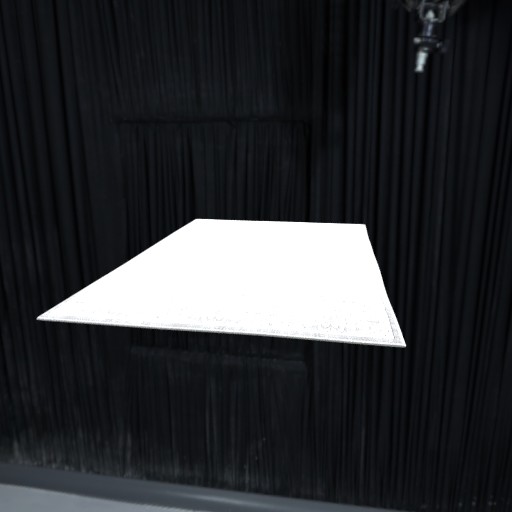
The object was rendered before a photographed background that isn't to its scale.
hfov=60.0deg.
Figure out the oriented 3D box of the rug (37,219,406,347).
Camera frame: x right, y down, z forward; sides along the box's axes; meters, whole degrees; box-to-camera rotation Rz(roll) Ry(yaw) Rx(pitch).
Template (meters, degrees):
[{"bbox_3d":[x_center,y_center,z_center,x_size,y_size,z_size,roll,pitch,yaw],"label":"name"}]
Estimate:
[{"bbox_3d":[0.000,0.000,3.424,1.819,0.018,2.746,3,16,9],"label":"rug"}]
